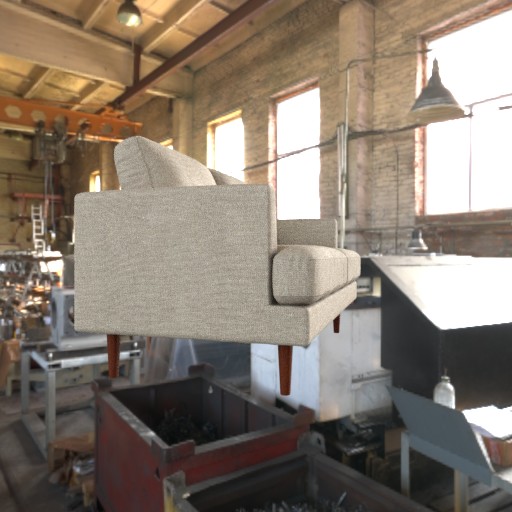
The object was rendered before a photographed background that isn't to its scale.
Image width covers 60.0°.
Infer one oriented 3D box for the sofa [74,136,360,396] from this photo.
[{"bbox_3d":[0.000,0.000,2.210,0.903,0.944,1.582,0,0,18],"label":"sofa"}]
